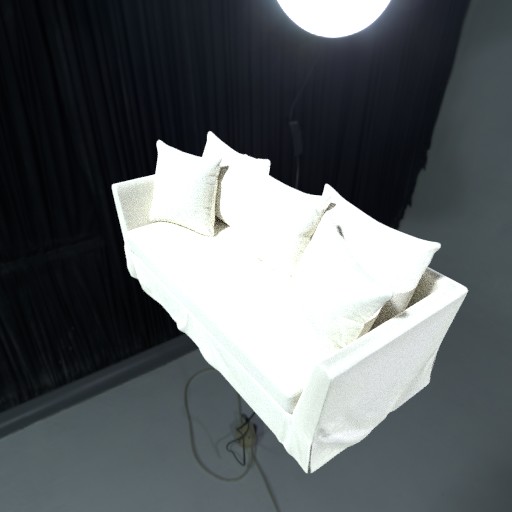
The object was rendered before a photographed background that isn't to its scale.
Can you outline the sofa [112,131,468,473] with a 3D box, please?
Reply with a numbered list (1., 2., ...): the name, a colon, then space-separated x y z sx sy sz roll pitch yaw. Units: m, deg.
1. sofa: 0.000 0.000 2.860 1.031 1.034 2.290 -22 39 -30
